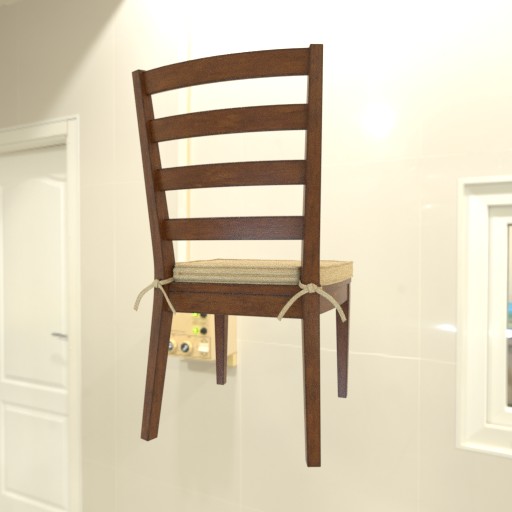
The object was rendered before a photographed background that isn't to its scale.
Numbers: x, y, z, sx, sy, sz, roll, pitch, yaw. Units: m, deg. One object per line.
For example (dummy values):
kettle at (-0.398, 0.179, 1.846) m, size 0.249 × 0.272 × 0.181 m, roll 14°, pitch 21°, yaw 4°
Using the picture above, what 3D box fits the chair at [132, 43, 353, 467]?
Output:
chair at (0.000, 0.000, 1.345) m, size 0.593 × 0.979 × 0.595 m, roll 0°, pitch 1°, yaw 19°
